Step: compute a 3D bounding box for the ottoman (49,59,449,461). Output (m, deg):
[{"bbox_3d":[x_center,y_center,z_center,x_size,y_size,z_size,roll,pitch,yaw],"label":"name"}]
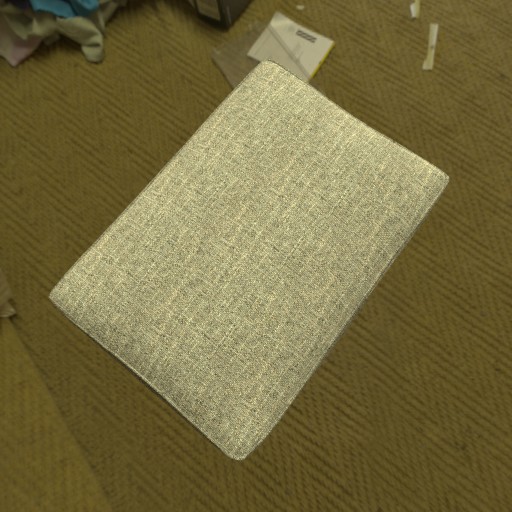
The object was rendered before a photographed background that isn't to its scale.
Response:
[{"bbox_3d":[0.000,0.000,0.982,0.508,0.406,0.686,37,78,9],"label":"ottoman"}]
